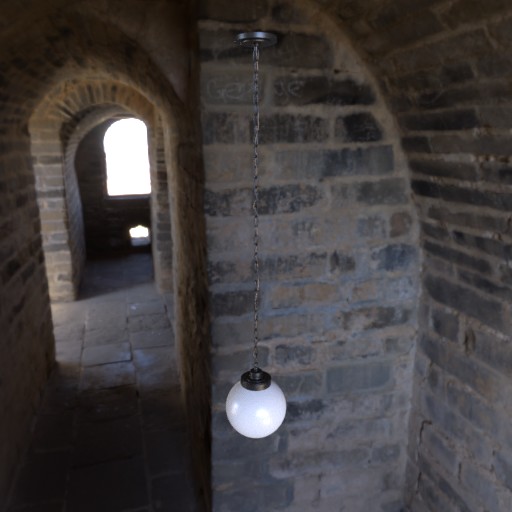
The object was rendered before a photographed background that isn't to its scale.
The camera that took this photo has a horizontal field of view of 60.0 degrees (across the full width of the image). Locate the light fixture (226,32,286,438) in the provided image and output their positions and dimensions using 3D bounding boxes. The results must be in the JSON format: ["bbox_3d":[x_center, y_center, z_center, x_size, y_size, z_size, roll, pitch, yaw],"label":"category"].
[{"bbox_3d":[0.000,0.000,2.058,0.305,1.867,0.304,7,15,25],"label":"light fixture"}]
